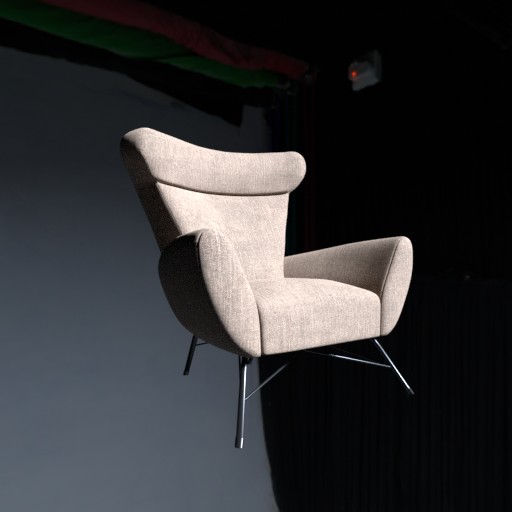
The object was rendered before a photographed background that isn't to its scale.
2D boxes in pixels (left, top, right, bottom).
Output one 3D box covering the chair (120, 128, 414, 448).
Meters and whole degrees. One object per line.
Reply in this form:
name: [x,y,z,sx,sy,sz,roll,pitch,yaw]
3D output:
chair: [0.000,0.000,1.789,0.980,1.040,0.900,0,0,-37]
